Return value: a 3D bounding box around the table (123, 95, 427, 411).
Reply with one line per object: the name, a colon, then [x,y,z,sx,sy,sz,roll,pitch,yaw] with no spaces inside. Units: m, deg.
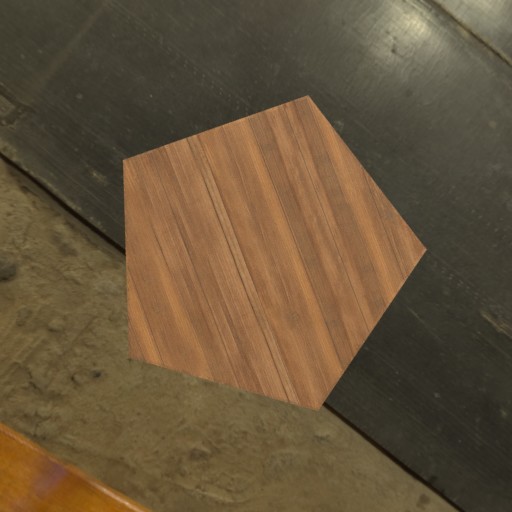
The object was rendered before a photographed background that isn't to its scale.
table: [0.000,0.000,0.888,0.441,0.604,0.425,0,90,-1]
